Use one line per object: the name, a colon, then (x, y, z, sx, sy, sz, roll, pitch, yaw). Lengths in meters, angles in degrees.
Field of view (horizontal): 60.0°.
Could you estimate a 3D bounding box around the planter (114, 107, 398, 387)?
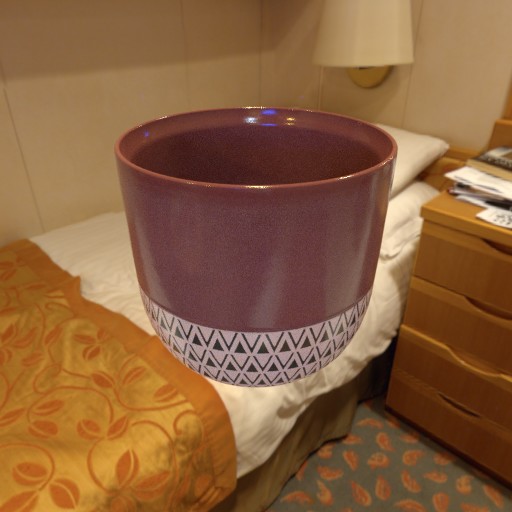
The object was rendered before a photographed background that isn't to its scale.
planter: (0.000, 0.000, 0.498, 0.266, 0.270, 0.266, 0, 30, 0)
